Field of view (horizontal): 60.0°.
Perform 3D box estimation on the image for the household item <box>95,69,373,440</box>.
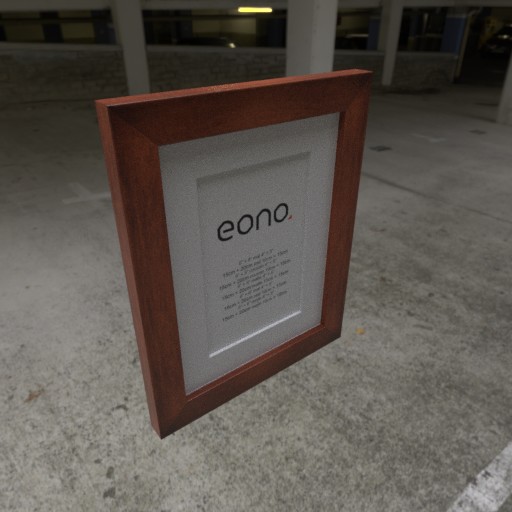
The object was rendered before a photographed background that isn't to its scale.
[{"bbox_3d":[0.000,0.000,0.340,0.200,0.250,0.020,-21,36,-32],"label":"household item"}]
